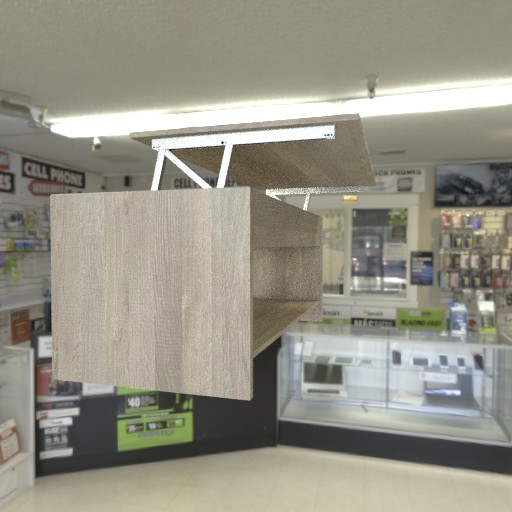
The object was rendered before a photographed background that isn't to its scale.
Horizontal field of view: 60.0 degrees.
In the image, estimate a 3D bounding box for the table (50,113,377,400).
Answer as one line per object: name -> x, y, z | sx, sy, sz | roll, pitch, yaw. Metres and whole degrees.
table -> 0.000, 0.000, 1.423 | 0.712, 0.570, 1.000 | 0, 2, 17
